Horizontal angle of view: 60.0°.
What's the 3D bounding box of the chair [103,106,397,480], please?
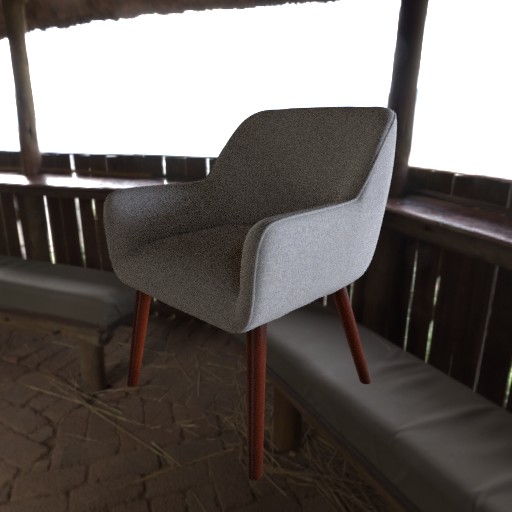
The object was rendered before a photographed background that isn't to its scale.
[{"bbox_3d":[0.000,0.000,1.254,0.610,0.813,0.610,16,23,42],"label":"chair"}]
